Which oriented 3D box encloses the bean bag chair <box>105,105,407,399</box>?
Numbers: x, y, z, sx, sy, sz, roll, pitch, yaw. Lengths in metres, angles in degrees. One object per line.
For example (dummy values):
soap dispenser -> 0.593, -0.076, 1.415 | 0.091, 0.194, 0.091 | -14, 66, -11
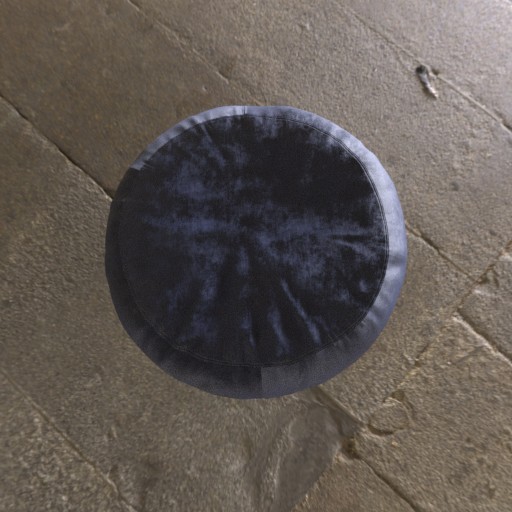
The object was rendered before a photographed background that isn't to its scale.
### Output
bean bag chair -> 0.000, 0.000, 1.962 | 1.219, 0.762, 1.219 | 0, 77, 0
